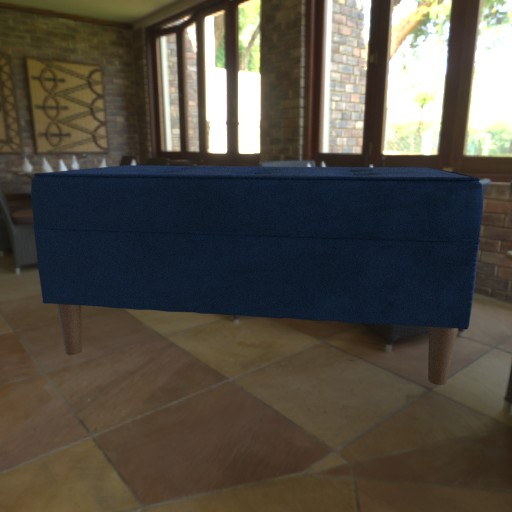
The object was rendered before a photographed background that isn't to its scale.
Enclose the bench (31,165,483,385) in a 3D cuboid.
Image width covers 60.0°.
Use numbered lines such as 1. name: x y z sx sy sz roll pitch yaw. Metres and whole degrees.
1. bench: 0.000 0.000 1.222 1.010 0.467 0.489 2 14 9
